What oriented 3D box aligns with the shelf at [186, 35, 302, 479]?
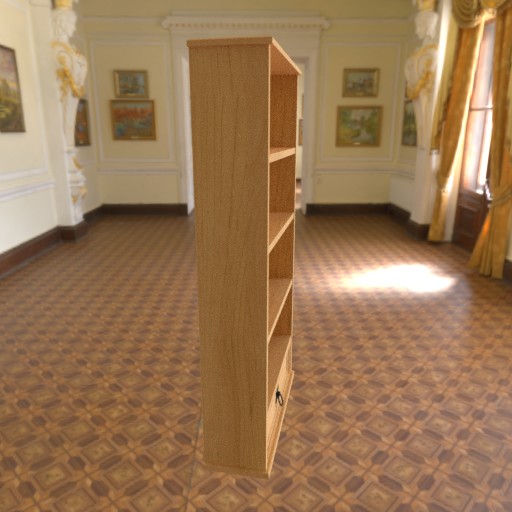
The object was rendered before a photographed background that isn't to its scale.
[{"bbox_3d":[0.000,0.000,1.248,0.175,1.030,0.520,3,16,11],"label":"shelf"}]
